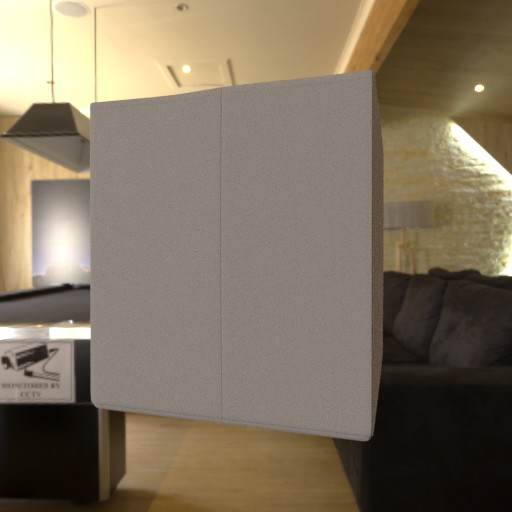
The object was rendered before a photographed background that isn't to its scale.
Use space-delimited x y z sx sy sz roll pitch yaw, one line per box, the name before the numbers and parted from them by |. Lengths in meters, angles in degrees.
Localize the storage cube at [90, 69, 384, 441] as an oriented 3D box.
storage cube | 0.000 0.000 0.495 0.270 0.280 0.270 0 1 17
